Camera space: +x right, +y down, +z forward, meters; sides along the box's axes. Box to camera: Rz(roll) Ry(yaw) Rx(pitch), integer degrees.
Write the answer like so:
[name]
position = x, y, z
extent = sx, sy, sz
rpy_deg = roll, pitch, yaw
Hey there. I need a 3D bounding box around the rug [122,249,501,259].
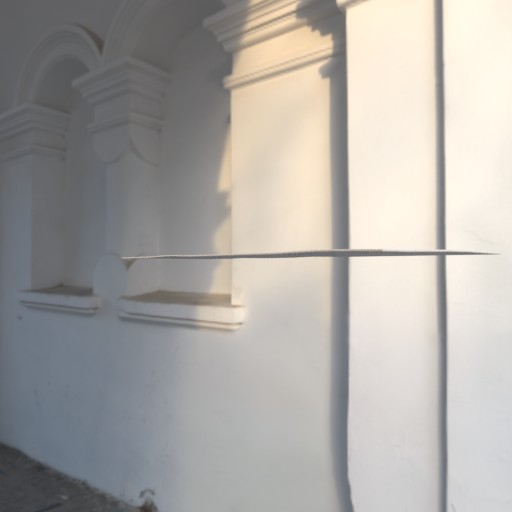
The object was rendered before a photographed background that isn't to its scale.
[rug]
position = 0.000, 0.000, 2.611
extent = 0.762, 0.013, 2.439
rpy_deg = 1, -1, -36
